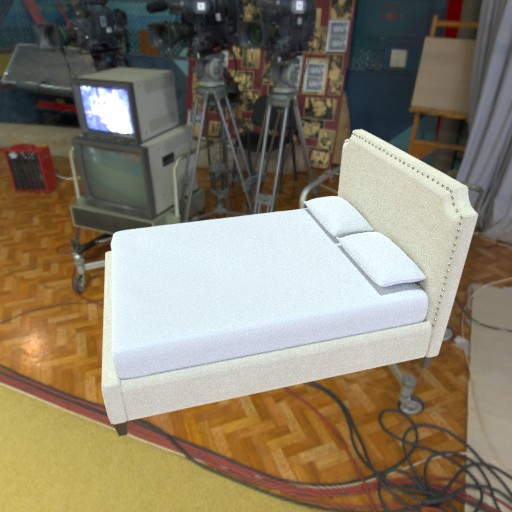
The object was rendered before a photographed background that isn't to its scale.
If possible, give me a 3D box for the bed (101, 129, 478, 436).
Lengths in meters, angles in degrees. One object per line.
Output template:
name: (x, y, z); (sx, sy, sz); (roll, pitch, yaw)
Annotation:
bed: (0.000, 0.000, 3.470); (2.381, 1.457, 1.713); (-8, 32, -13)
